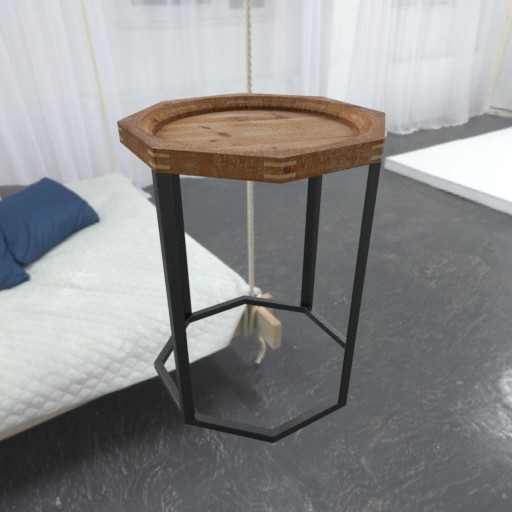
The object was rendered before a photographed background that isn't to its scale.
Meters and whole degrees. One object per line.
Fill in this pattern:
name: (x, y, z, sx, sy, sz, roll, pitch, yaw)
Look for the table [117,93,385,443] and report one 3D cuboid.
table: (0.000, 0.000, 0.885, 0.458, 0.543, 0.458, 21, 36, 31)
